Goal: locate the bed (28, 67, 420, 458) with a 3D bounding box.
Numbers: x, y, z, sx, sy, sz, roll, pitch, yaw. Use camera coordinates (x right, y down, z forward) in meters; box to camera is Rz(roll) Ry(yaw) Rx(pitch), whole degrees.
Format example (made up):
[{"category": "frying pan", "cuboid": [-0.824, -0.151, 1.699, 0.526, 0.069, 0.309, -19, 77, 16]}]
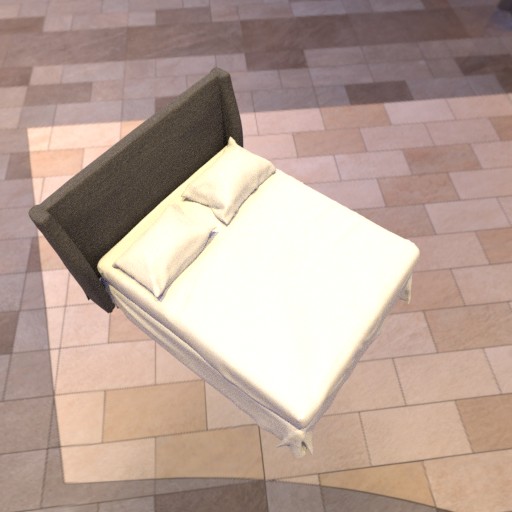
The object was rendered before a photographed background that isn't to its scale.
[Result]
[{"category": "bed", "cuboid": [0.000, 0.000, 3.421, 2.276, 1.332, 1.925, 33, 64, 19]}]
